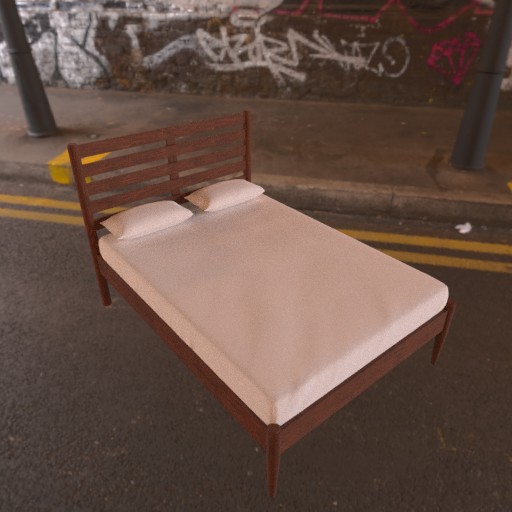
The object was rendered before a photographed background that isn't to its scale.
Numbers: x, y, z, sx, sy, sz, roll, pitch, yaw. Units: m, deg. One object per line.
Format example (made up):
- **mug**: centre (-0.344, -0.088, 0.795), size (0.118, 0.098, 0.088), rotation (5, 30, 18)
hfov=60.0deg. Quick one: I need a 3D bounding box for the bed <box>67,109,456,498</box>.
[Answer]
- **bed**: centre (0.000, 0.000, 2.942), size (1.509, 1.304, 2.093), rotation (-23, 38, -33)
